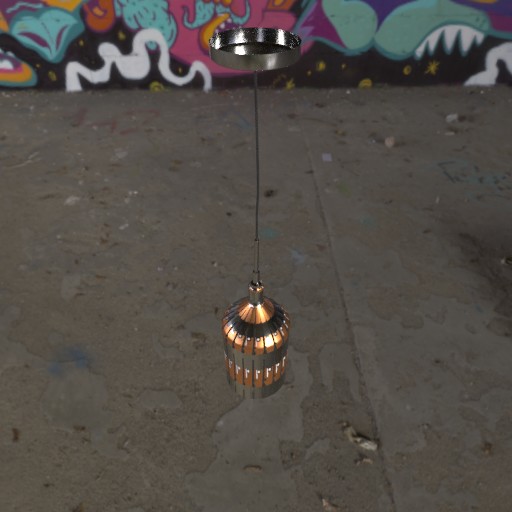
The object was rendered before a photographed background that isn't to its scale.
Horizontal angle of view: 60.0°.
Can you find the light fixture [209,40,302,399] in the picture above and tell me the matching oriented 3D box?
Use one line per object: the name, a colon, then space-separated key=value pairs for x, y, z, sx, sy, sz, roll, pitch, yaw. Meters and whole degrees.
light fixture: x=0.000 y=0.000 z=1.691 sx=0.303 sy=1.535 sz=0.303 roll=0 pitch=41 yaw=0
